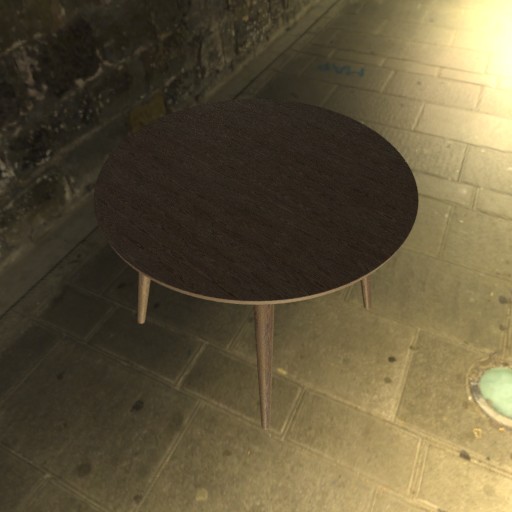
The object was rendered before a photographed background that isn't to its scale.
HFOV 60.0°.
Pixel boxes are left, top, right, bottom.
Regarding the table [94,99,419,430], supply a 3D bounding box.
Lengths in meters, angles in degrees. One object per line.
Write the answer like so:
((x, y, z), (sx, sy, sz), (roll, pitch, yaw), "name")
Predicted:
((0.000, 0.000, 1.766), (1.053, 0.786, 1.053), (0, 47, 0), "table")
